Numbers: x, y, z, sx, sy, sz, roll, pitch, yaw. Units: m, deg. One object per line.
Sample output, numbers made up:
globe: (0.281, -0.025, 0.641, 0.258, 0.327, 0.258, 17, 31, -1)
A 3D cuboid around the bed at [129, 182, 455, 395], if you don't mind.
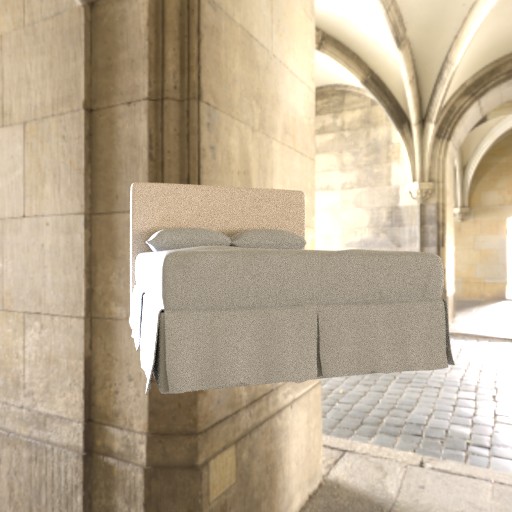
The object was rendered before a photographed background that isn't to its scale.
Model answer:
bed: (0.000, 0.000, 3.265, 1.748, 1.330, 2.142, 0, 0, -19)
